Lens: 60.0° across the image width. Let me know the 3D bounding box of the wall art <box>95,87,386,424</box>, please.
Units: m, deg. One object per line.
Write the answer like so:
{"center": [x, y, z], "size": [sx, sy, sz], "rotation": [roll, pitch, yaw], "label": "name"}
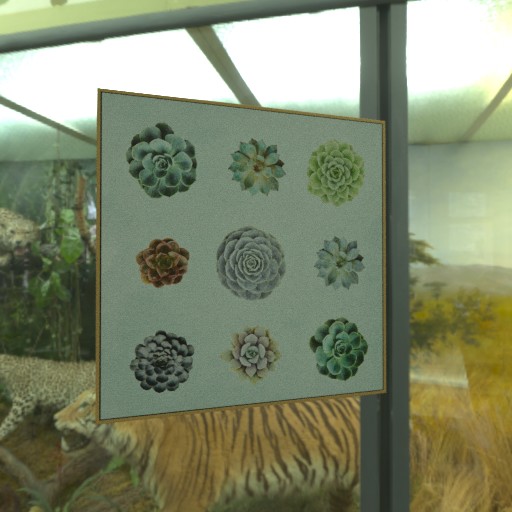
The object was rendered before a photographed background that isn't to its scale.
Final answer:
{"center": [0.000, 0.000, 1.418], "size": [0.962, 0.959, 0.013], "rotation": [0, -1, -18], "label": "wall art"}
